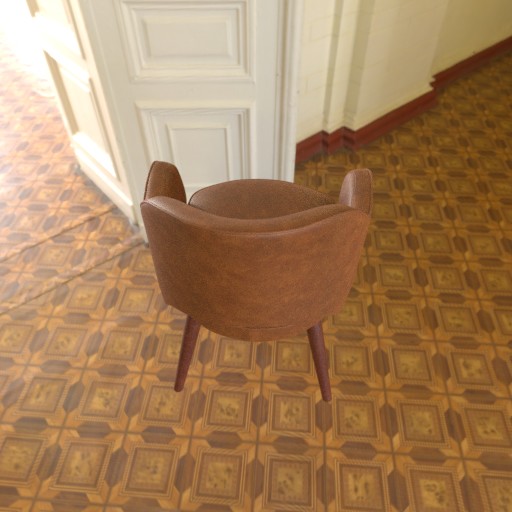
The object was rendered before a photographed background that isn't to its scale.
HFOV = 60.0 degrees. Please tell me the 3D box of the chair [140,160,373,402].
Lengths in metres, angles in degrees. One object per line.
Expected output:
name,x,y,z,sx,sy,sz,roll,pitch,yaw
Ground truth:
chair,0.000,0.000,1.192,0.591,0.777,0.640,3,47,3
